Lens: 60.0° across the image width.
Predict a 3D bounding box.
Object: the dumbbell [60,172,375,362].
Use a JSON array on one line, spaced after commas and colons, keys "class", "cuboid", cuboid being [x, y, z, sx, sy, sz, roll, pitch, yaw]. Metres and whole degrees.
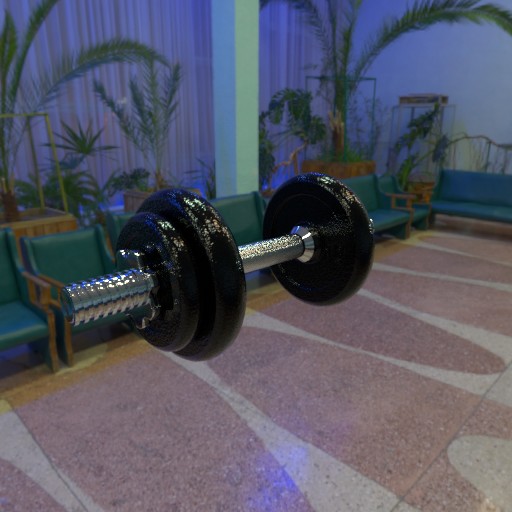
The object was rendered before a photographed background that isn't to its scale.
[{"class": "dumbbell", "cuboid": [0.000, 0.000, 0.587, 0.497, 0.202, 0.202, -15, 22, -41]}]
